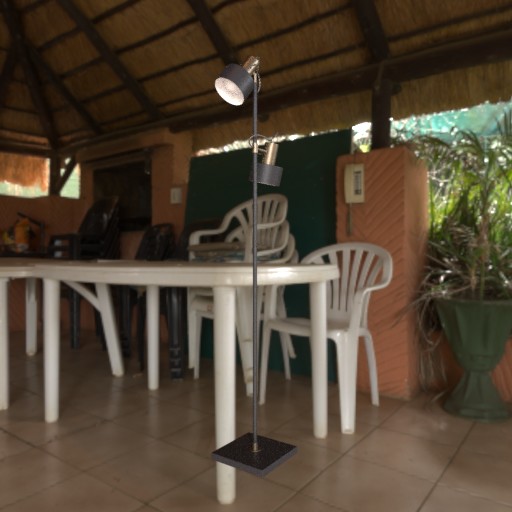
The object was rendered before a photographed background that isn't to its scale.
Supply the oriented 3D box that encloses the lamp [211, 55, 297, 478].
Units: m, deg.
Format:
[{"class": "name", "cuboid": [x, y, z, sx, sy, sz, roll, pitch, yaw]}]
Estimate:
[{"class": "lamp", "cuboid": [0.000, 0.000, 1.667, 0.233, 1.505, 0.315, 0, 0, 36]}]
